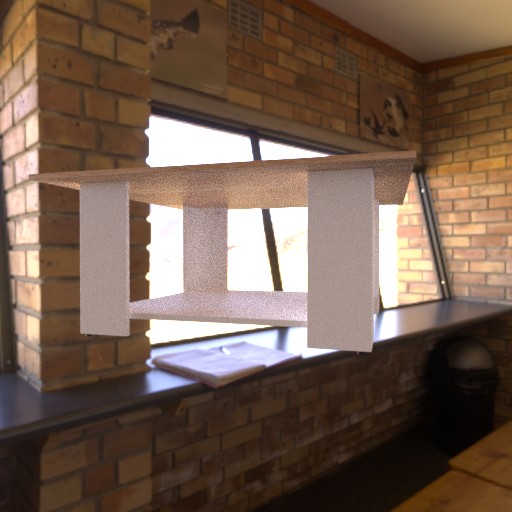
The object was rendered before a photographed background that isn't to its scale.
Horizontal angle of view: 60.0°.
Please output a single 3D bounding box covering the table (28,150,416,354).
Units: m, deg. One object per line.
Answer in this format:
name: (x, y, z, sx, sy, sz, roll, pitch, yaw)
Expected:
table: (0.000, 0.000, 1.038, 0.670, 0.305, 0.670, 0, 1, 17)
